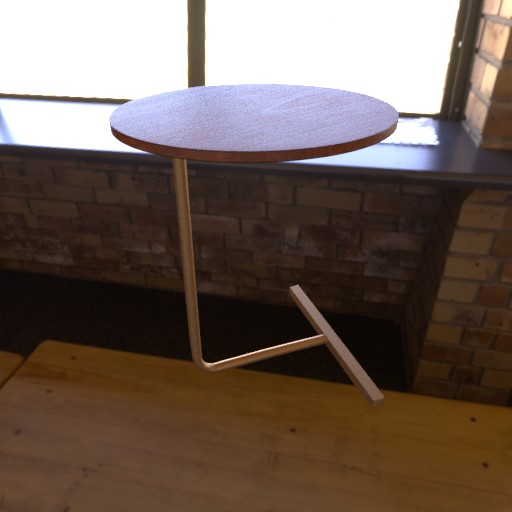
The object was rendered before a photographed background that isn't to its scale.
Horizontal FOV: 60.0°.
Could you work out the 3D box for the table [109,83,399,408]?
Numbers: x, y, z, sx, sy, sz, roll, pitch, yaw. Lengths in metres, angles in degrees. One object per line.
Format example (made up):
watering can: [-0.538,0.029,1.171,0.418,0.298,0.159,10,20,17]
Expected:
table: [0.000,0.000,1.089,0.577,0.706,0.530,-11,33,-17]
